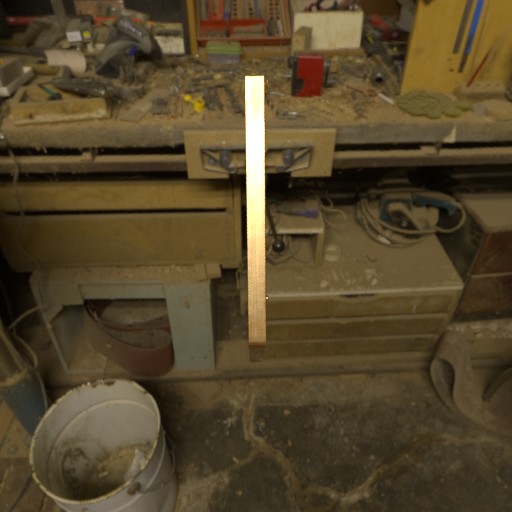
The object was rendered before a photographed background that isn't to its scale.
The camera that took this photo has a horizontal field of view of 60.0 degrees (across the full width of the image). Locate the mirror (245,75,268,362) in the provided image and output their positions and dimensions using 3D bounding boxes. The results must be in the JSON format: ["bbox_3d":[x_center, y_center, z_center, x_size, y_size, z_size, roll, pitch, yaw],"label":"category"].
[{"bbox_3d":[0.000,0.000,0.850,0.032,0.679,0.419,-1,41,-1],"label":"mirror"}]
